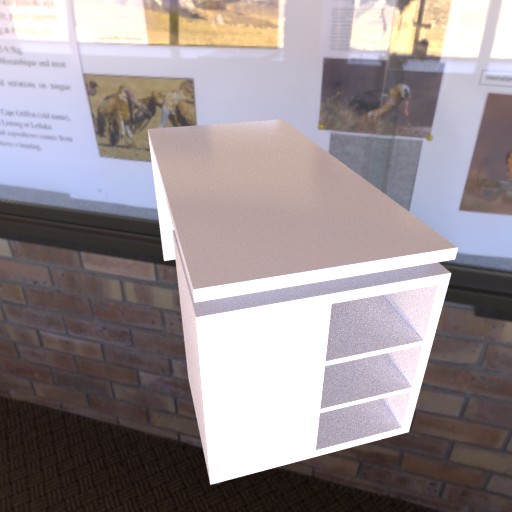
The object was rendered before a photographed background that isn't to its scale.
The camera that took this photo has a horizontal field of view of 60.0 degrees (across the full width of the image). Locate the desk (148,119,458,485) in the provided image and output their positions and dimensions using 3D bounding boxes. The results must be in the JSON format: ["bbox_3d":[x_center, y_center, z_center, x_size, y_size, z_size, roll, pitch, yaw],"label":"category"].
[{"bbox_3d":[0.000,0.000,1.834,0.690,0.740,1.400,-8,32,-14],"label":"desk"}]
